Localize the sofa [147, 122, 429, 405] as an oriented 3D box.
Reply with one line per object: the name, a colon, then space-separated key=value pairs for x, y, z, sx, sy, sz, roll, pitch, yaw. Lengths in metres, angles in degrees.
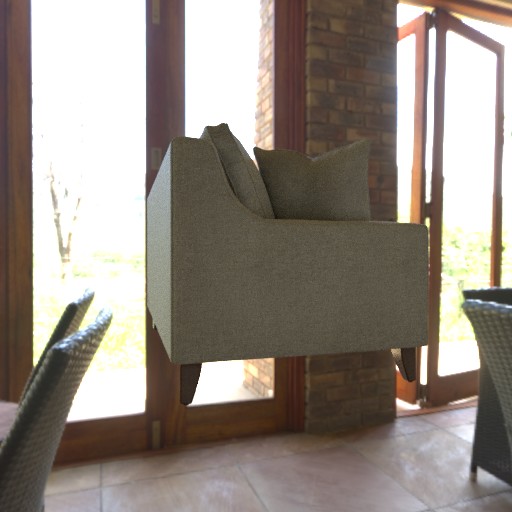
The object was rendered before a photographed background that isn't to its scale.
sofa: x=0.000 y=0.000 z=2.048 sx=0.915 sy=0.863 sz=1.422 roll=0 pitch=0 yaw=-16
